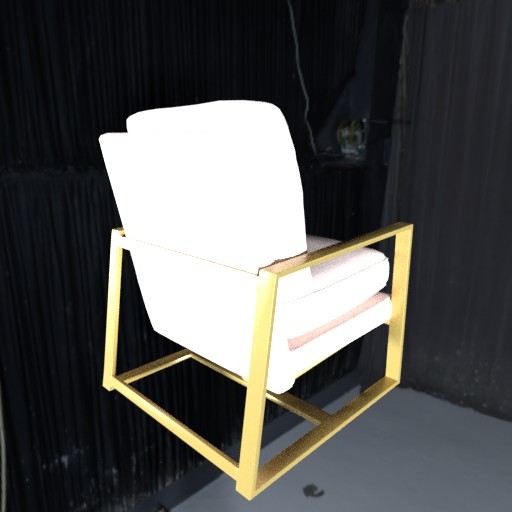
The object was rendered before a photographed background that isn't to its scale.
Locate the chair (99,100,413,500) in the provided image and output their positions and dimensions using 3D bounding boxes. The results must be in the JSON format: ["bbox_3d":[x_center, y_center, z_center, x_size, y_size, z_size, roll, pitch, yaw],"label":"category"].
[{"bbox_3d":[0.000,0.000,1.505,0.758,0.956,0.813,14,20,43],"label":"chair"}]
